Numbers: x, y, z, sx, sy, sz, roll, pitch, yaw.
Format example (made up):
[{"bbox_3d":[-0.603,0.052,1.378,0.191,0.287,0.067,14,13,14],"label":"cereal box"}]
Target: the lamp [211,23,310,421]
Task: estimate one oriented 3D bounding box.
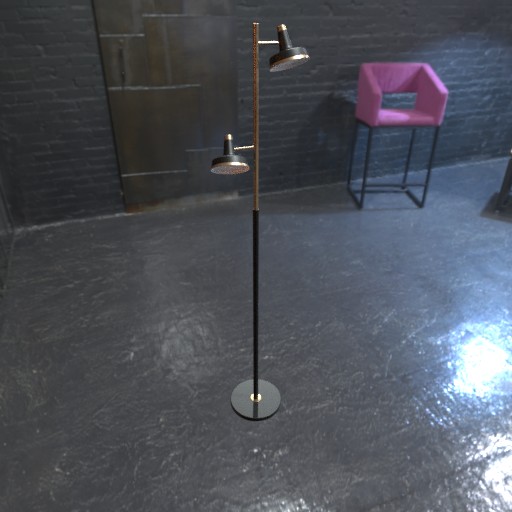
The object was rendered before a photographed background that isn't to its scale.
[{"bbox_3d":[0.000,0.000,1.800,0.351,1.674,0.253,-10,31,-16],"label":"lamp"}]
